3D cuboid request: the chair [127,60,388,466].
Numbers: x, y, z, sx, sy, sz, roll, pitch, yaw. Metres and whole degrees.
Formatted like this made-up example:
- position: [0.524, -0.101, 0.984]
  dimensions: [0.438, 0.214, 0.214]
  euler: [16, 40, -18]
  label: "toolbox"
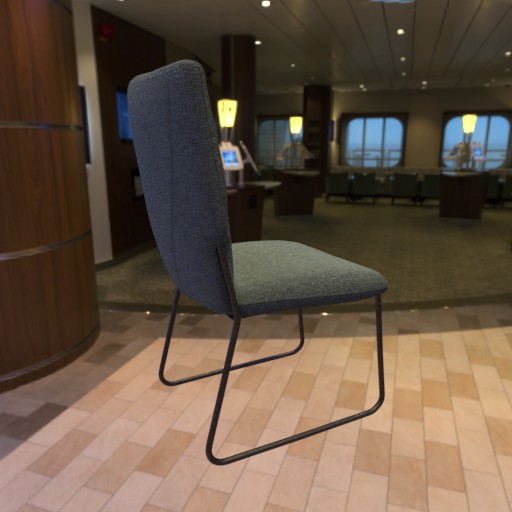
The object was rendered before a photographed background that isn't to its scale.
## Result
- position: [0.000, 0.000, 1.254]
  dimensions: [0.635, 0.931, 0.480]
  euler: [-7, 16, -27]
  label: "chair"
